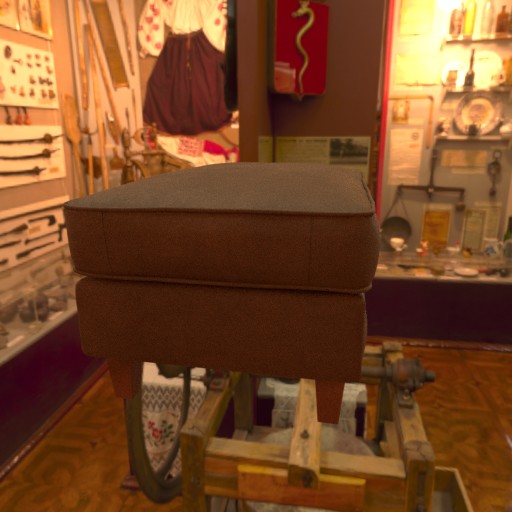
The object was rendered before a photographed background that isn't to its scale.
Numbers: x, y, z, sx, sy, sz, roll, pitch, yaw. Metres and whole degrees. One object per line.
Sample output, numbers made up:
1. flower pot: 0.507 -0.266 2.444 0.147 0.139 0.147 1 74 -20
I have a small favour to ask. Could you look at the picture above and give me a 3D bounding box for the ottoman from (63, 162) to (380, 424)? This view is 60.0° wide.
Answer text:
1. ottoman: 0.000 0.000 1.211 0.596 0.481 0.860 3 16 11
